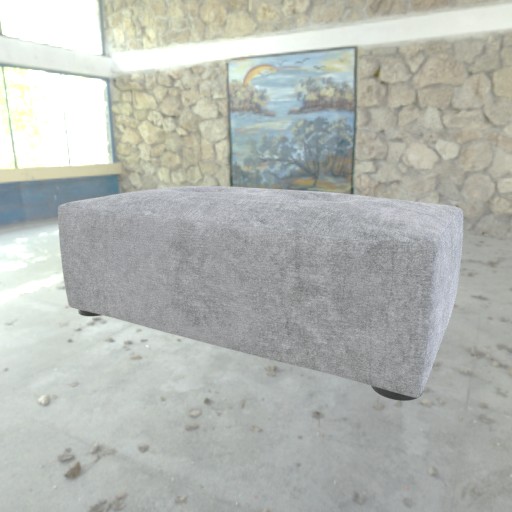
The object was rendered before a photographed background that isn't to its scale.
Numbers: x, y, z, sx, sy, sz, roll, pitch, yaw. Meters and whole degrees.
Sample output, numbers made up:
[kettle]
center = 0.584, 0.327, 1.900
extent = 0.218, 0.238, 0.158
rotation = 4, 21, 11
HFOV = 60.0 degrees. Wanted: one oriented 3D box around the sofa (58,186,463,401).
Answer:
[sofa]
center = 0.000, 0.000, 1.139
extent = 0.930, 0.330, 0.480
rotation = 8, 16, 28
